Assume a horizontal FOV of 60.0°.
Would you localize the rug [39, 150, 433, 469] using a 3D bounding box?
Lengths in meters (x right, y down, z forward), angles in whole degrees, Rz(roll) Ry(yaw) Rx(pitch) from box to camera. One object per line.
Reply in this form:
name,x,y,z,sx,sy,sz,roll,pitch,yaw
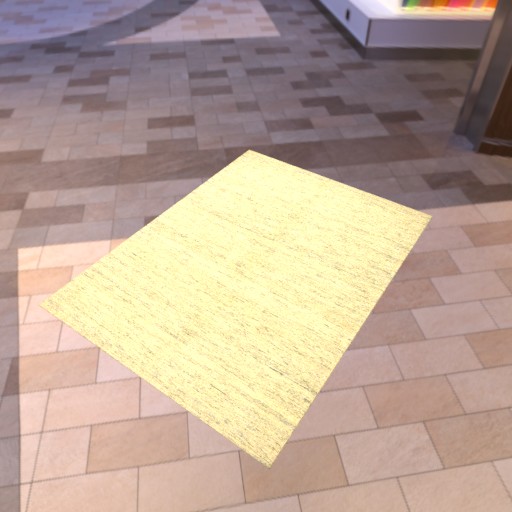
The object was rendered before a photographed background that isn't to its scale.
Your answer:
rug,0.000,0.000,4.346,2.437,0.014,3.201,26,49,24
